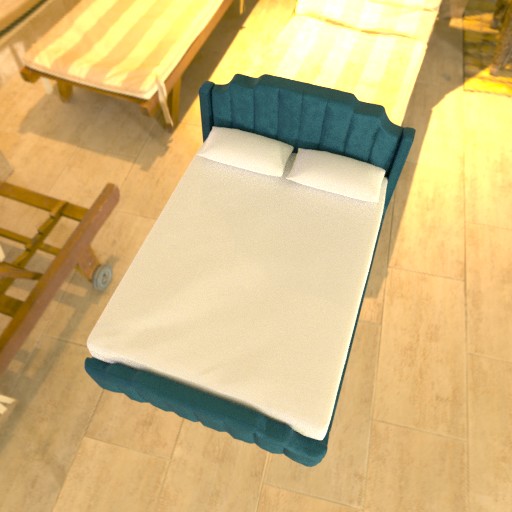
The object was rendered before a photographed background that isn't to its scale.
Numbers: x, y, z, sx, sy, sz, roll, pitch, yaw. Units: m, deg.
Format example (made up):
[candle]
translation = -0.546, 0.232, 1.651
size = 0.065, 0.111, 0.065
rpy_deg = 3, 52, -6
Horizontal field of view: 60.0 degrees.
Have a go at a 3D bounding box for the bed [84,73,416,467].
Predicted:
[bed]
translation = 0.000, 0.000, 3.215
size = 1.678, 1.338, 2.322
rpy_deg = 17, 59, 10
